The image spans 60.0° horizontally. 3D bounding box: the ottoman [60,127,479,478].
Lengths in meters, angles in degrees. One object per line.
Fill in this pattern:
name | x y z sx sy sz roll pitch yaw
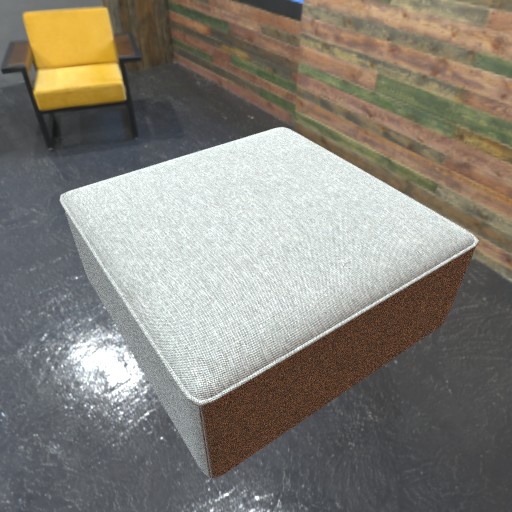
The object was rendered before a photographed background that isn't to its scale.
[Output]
ottoman | 0.000 0.000 1.556 1.005 0.455 1.005 -24 46 -26
